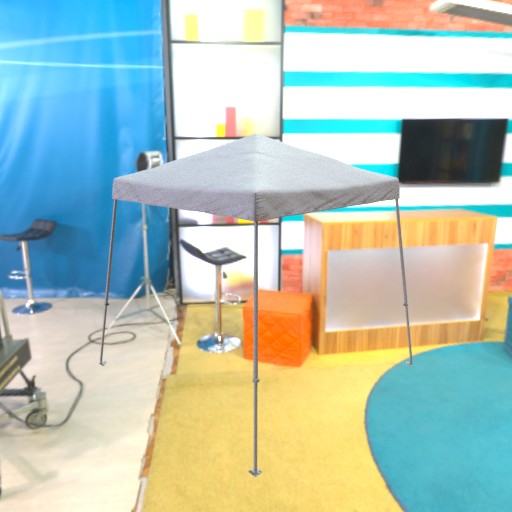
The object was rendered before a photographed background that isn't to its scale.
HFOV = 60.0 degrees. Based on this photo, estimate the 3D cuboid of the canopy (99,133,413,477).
[{"bbox_3d":[0.000,0.000,5.348,2.849,2.850,2.850,-13,19,-43],"label":"canopy"}]
